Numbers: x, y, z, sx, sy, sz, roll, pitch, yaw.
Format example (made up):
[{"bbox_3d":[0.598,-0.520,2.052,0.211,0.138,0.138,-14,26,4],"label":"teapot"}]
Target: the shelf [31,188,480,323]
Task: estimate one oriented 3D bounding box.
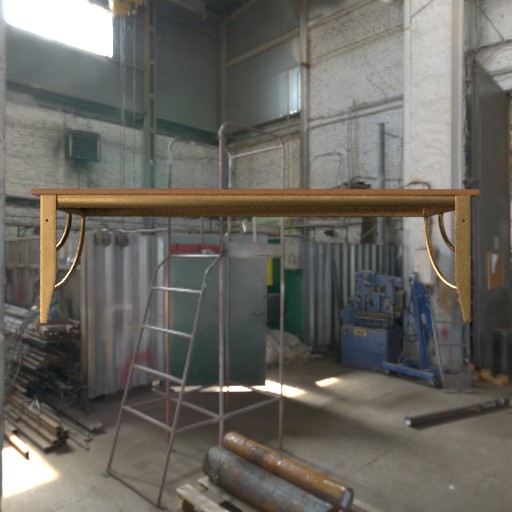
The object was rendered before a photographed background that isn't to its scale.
[{"bbox_3d":[0.000,0.000,0.711,0.636,0.190,0.166,0,0,-1],"label":"shelf"}]
